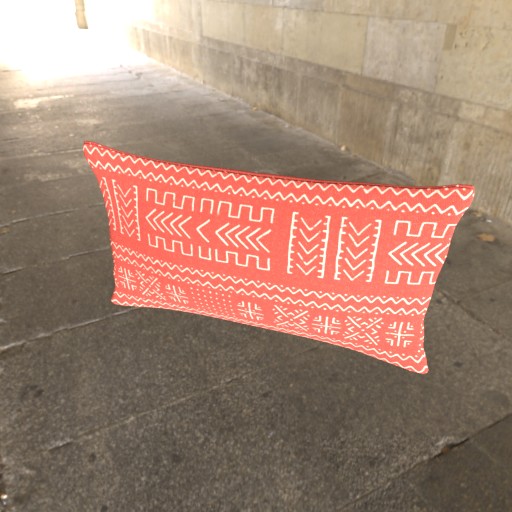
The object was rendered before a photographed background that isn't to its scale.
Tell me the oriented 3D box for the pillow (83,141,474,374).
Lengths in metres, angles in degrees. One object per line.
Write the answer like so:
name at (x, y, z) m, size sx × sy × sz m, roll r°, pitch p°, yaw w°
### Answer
pillow at (0.000, 0.000, 0.779) m, size 0.640 × 0.352 × 0.130 m, roll 10°, pitch 33°, yaw 15°
